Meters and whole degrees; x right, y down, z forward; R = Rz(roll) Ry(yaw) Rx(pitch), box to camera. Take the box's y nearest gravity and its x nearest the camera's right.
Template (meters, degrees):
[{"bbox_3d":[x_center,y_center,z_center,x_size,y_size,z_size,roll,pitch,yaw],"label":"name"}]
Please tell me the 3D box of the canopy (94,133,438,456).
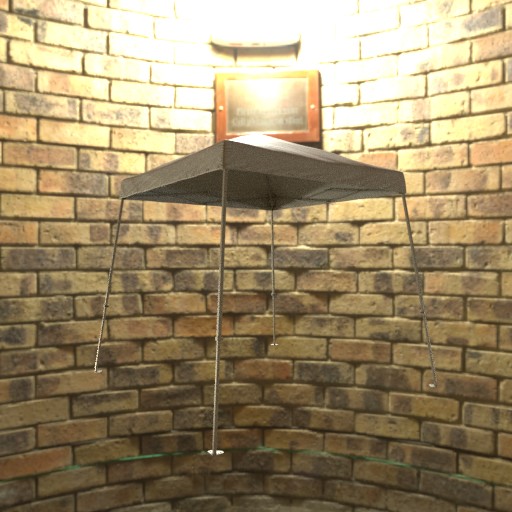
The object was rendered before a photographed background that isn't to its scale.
[{"bbox_3d":[0.000,0.000,6.499,3.599,3.600,3.600,0,0,-36],"label":"canopy"}]
